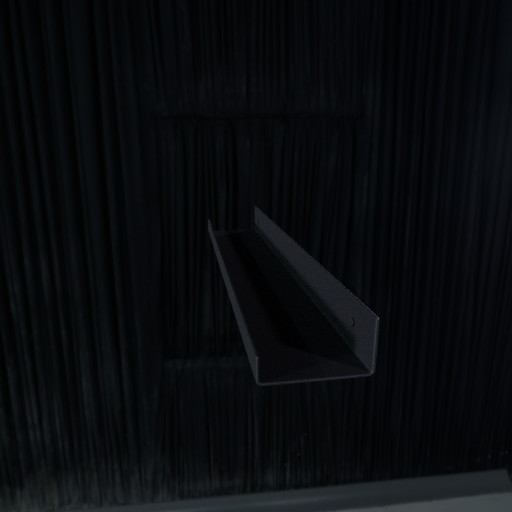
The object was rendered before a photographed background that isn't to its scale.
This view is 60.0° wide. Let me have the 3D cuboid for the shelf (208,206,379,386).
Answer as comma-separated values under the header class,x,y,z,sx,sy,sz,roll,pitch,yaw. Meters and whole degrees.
class,x,y,z,sx,sy,sz,roll,pitch,yaw
shelf,0.000,0.000,0.645,0.102,0.053,0.605,-3,15,-9
